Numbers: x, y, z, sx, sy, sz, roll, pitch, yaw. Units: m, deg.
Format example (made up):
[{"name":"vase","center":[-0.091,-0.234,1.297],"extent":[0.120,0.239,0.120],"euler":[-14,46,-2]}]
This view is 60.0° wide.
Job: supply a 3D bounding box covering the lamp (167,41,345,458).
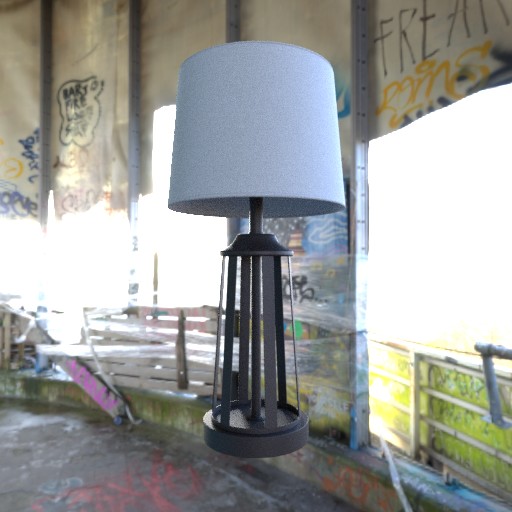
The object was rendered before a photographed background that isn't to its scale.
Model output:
[{"name":"lamp","center":[0.000,0.000,0.633],"extent":[0.251,0.509,0.251],"euler":[0,-1,0]}]
